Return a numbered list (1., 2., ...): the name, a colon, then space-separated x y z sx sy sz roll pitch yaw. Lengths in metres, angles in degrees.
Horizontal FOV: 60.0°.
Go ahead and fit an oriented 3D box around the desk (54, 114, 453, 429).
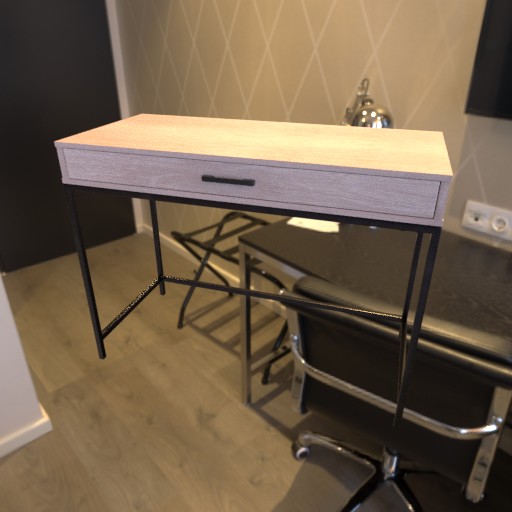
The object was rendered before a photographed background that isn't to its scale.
1. desk: 0.000 0.000 1.436 1.016 0.762 0.470 8 29 16
